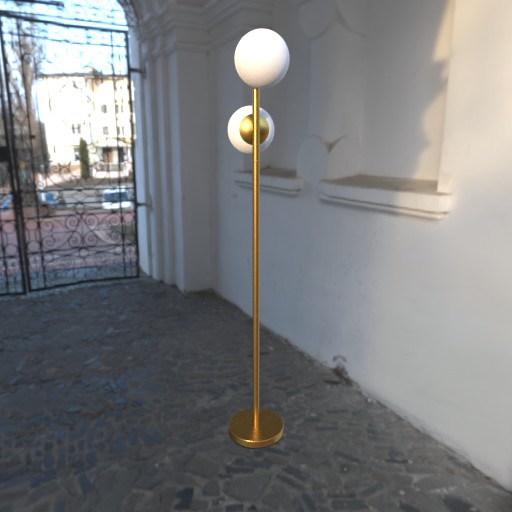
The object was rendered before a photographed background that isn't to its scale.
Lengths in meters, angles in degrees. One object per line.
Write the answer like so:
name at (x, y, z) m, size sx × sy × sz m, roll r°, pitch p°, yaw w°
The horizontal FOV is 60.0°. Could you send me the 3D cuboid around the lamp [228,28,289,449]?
lamp at (0.000, 0.000, 1.812) m, size 0.249 × 1.641 × 0.419 m, roll -3°, pitch 14°, yaw -10°
